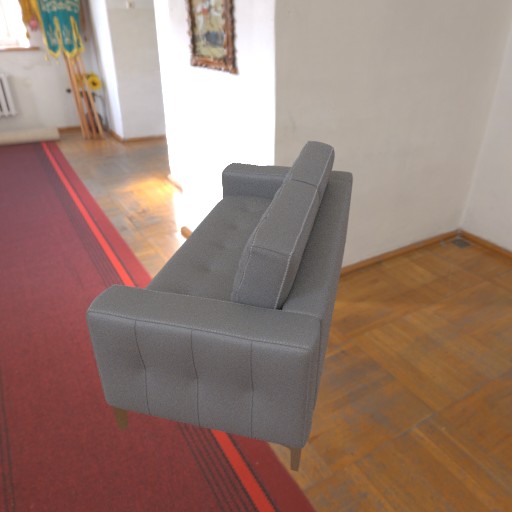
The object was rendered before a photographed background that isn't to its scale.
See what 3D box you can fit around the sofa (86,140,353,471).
[{"bbox_3d":[0.000,0.000,2.260,0.833,0.892,1.726,8,31,13],"label":"sofa"}]
